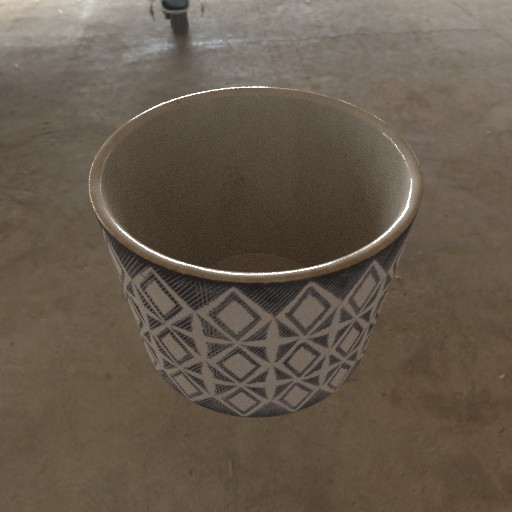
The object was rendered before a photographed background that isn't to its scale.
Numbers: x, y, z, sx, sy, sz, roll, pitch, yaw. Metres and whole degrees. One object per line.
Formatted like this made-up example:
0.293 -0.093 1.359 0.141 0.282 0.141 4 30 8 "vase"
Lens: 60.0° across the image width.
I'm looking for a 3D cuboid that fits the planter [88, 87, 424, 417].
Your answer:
0.000 0.000 0.321 0.192 0.165 0.192 0 46 0 "planter"
